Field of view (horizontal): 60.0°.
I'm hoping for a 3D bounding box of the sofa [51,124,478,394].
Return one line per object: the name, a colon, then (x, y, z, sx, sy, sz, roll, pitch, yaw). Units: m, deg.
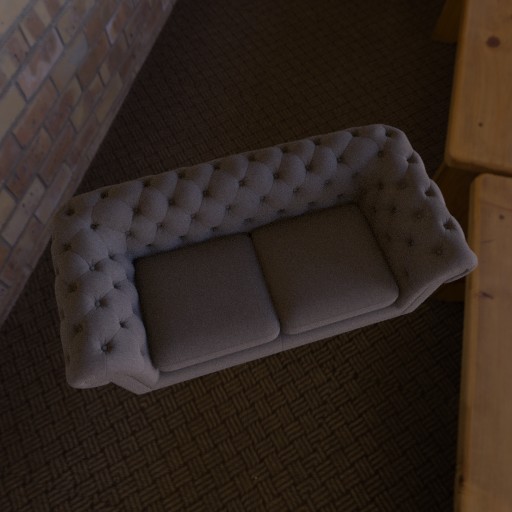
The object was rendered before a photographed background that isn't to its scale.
sofa: (0.000, 0.000, 2.459, 1.998, 0.764, 0.986, -15, 64, -7)
